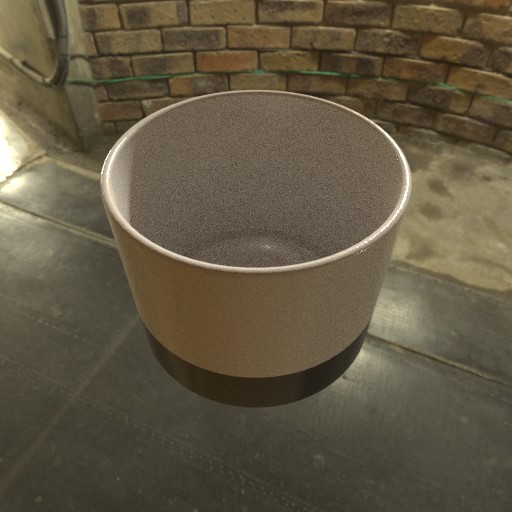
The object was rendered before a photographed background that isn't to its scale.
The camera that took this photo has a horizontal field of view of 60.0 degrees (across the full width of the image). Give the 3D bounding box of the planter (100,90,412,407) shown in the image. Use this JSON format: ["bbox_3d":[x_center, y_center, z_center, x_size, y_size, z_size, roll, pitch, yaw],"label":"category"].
[{"bbox_3d":[0.000,0.000,0.345,0.193,0.177,0.193,0,46,0],"label":"planter"}]
